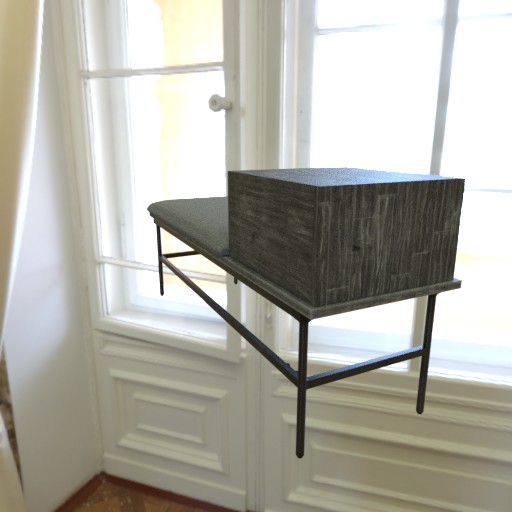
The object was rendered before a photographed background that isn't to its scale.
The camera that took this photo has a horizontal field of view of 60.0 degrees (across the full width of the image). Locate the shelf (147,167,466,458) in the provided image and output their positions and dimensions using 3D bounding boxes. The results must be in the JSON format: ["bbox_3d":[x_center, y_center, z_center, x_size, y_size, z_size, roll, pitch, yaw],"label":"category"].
[{"bbox_3d":[0.000,0.000,1.564,0.457,0.633,1.342,-7,17,-26],"label":"shelf"}]
